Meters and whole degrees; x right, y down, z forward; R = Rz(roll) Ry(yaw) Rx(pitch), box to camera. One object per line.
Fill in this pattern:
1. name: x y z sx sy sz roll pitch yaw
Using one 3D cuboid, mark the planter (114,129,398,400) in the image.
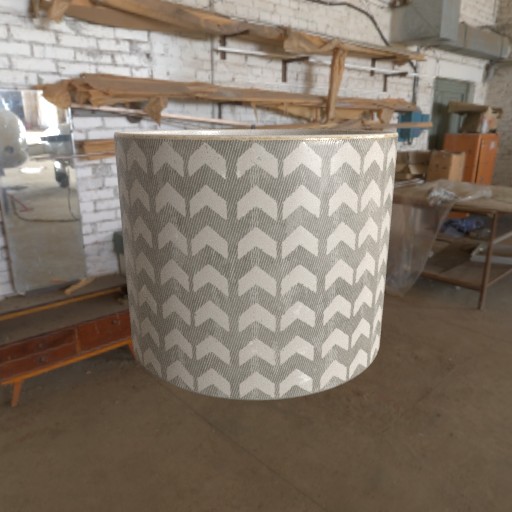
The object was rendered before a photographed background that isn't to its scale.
1. planter: 0.000 0.000 0.335 0.190 0.181 0.190 0 17 0
